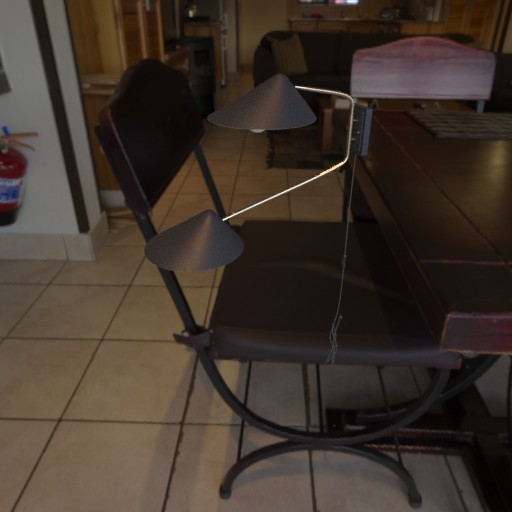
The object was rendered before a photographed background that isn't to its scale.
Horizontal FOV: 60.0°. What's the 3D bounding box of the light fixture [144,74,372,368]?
[{"bbox_3d":[0.000,0.000,0.873,0.422,0.665,0.189,-8,30,-15],"label":"light fixture"}]
